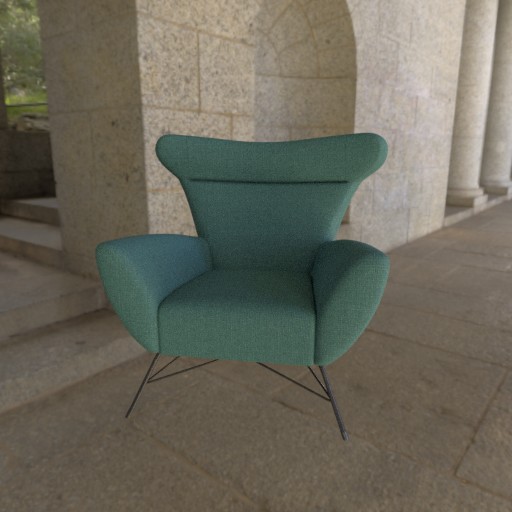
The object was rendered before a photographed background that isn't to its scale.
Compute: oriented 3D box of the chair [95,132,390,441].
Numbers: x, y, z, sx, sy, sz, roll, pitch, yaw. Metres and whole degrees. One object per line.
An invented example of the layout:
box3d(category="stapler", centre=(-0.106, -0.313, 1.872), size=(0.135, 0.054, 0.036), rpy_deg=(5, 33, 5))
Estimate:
box3d(category="chair", centre=(0.000, 0.000, 1.802), size=(1.050, 0.980, 0.900), rpy_deg=(2, 14, 9))
